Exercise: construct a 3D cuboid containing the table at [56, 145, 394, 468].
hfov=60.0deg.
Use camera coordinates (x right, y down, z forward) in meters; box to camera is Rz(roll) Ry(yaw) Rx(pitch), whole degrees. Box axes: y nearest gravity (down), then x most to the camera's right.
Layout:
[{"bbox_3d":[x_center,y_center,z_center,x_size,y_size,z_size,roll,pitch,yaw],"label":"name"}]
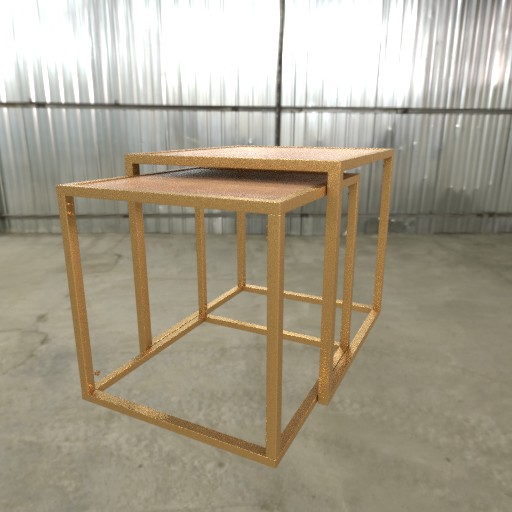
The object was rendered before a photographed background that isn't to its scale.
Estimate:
[{"bbox_3d":[0.000,0.000,1.111,0.505,0.505,0.762,8,18,25],"label":"table"}]
